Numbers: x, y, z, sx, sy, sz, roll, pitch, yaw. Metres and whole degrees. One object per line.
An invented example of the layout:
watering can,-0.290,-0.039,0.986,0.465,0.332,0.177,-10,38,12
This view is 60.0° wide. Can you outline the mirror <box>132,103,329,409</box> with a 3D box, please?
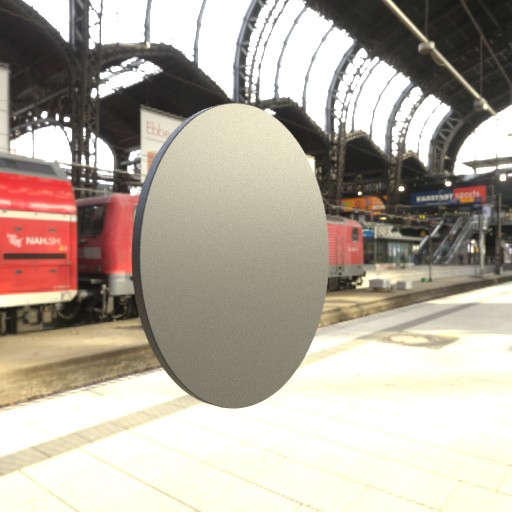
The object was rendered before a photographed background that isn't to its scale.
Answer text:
mirror,0.000,0.000,1.627,0.036,1.077,1.077,0,0,37
